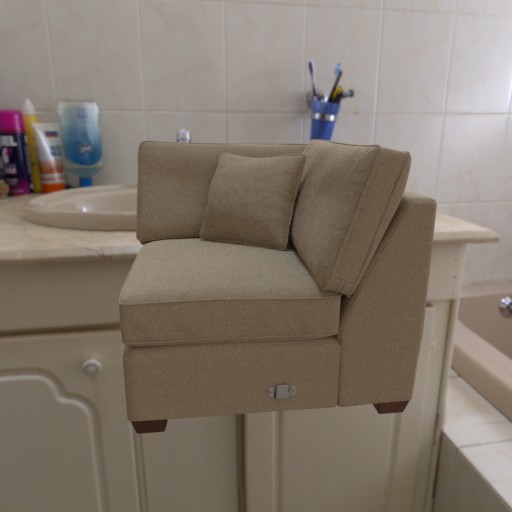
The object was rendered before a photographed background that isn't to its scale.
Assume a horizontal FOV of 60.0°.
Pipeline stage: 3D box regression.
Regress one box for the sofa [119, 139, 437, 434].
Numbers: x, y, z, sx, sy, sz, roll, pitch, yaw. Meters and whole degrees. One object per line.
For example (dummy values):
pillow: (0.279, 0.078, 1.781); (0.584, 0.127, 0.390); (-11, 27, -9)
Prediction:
sofa: (0.000, 0.000, 1.983); (1.084, 1.002, 1.146); (-2, 16, -7)
